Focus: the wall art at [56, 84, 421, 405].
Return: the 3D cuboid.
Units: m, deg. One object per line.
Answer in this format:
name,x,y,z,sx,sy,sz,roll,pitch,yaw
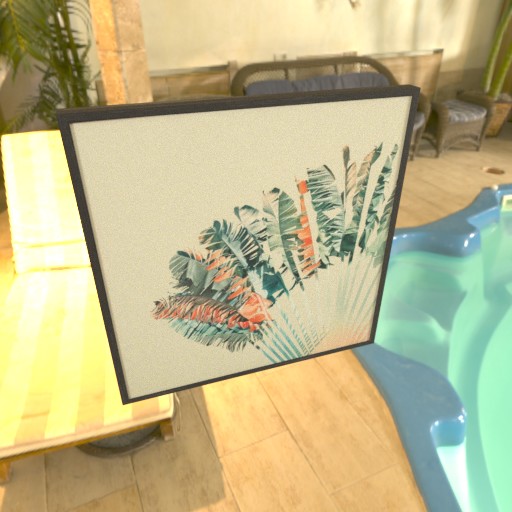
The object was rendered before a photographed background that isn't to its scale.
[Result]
wall art,0.000,0.000,1.102,0.762,0.758,0.043,-10,33,-16
